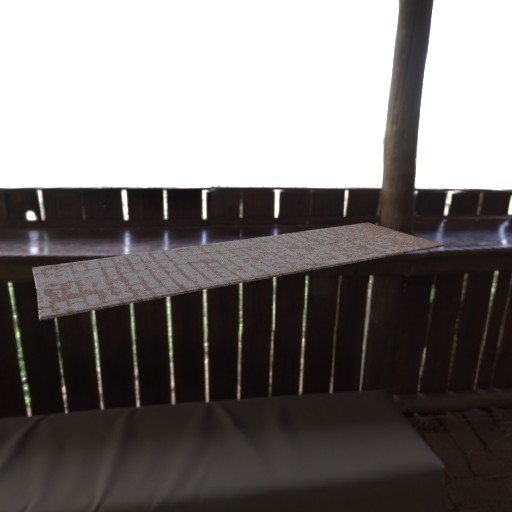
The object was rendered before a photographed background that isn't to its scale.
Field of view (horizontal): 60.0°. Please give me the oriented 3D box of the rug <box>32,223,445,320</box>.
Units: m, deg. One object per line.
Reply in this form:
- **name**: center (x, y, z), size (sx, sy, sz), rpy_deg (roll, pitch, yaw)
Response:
- **rug**: center (0.000, 0.000, 2.706), size (2.435, 0.011, 0.750), rpy_deg (-9, 19, -26)
